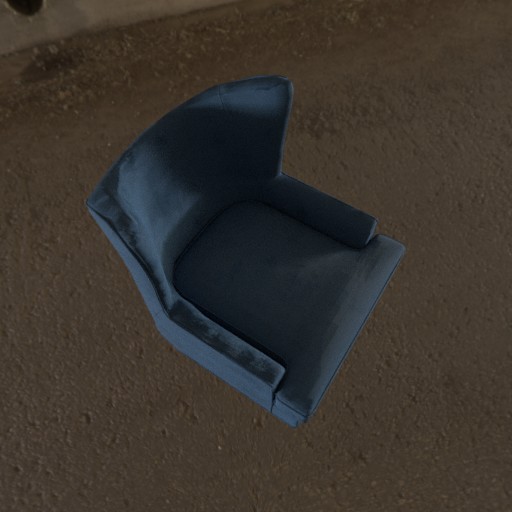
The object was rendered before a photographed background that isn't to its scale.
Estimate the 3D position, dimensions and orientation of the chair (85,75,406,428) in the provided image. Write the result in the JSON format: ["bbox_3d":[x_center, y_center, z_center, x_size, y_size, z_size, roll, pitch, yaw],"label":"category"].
[{"bbox_3d":[0.000,0.000,1.642,0.910,0.952,0.793,29,63,17],"label":"chair"}]
